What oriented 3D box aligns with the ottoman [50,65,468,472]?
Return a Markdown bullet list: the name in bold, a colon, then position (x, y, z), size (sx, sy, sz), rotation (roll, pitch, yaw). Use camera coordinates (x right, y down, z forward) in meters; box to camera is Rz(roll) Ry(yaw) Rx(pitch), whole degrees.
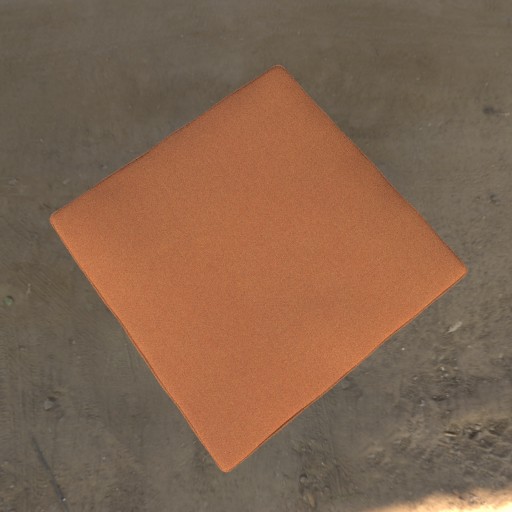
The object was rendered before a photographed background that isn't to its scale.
- **ottoman**: position (0.000, 0.000, 1.596), size (0.999, 0.438, 0.997), rotation (-37, 79, -9)
